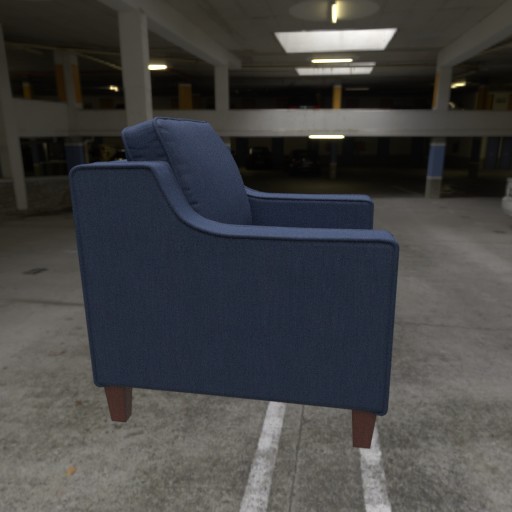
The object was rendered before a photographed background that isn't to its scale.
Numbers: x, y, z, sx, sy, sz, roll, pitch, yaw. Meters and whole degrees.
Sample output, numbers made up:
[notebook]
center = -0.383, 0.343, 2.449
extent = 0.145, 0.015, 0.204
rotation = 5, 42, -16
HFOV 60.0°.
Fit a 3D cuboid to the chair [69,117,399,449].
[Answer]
[chair]
center = 0.000, 0.000, 1.620
extent = 0.909, 0.960, 0.831
rotation = 3, 16, 9
